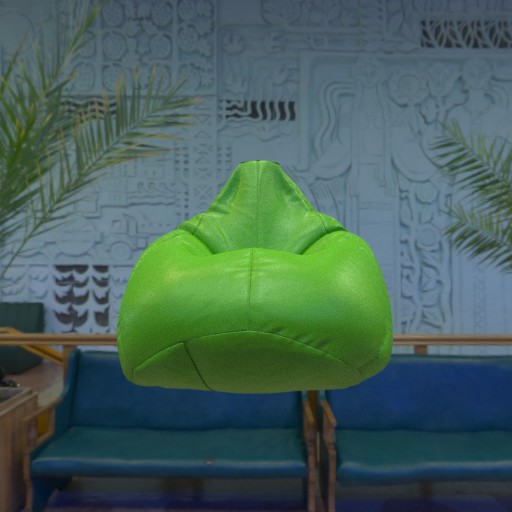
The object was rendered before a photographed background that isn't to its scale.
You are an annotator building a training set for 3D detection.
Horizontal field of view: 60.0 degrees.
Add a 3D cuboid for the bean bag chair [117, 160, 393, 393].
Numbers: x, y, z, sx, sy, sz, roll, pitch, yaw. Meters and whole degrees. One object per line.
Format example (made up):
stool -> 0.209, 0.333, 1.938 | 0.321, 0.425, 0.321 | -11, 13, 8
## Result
bean bag chair -> 0.000, 0.000, 1.883 | 1.070, 0.990, 1.070 | 0, -1, 2
